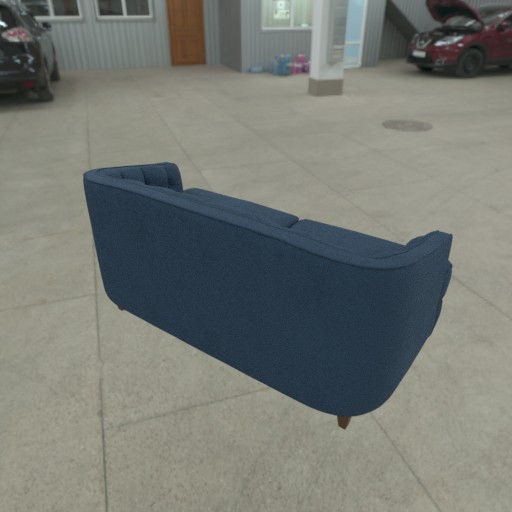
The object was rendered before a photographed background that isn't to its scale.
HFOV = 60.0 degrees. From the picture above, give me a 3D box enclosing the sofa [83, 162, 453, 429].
[{"bbox_3d":[0.000,0.000,2.271,1.733,0.854,0.941,20,35,31],"label":"sofa"}]
